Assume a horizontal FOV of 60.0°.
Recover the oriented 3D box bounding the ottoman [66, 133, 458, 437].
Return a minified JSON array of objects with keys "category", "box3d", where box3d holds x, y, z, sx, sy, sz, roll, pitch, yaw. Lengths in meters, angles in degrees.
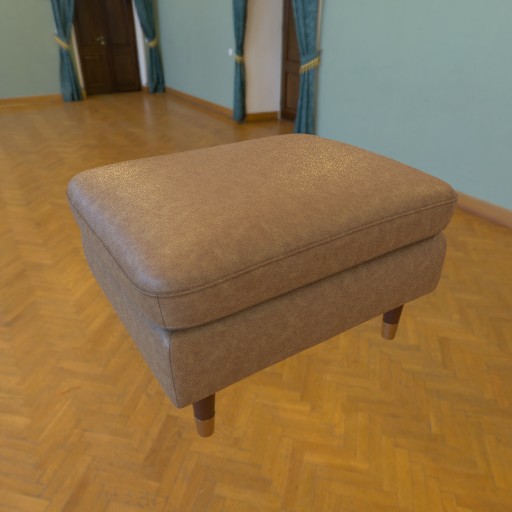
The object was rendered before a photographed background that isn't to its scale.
[{"category":"ottoman","box3d":[0.000,0.000,1.089,0.747,0.478,0.593,-18,34,-29]}]
